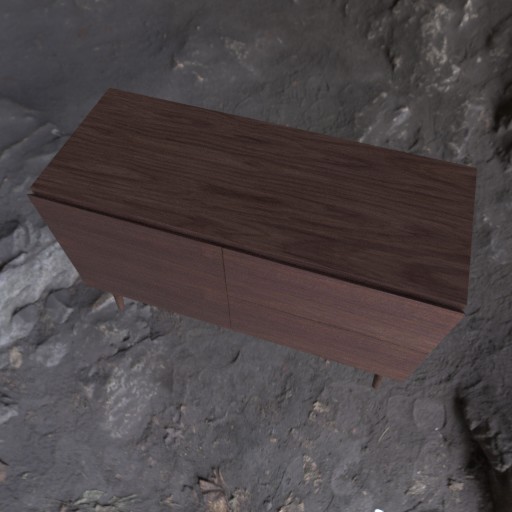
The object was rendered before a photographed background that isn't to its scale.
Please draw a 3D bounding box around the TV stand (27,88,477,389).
[{"bbox_3d":[0.000,0.000,1.323,0.990,0.660,0.405,15,58,10],"label":"TV stand"}]
